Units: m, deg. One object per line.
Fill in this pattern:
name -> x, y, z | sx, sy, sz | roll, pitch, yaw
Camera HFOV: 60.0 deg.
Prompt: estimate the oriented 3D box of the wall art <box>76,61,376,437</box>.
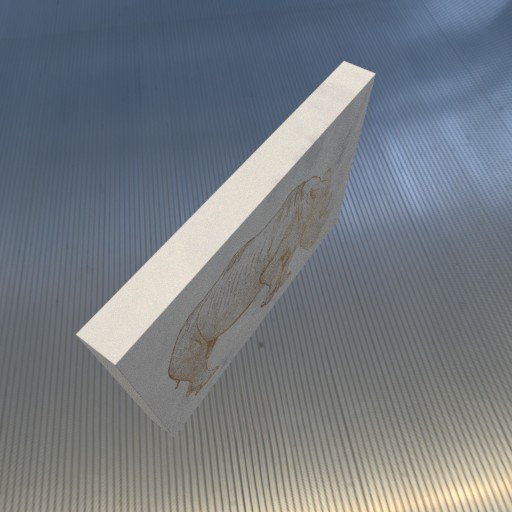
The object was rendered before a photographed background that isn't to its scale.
wall art -> 0.000, 0.000, 0.492 | 0.038, 0.254, 0.381 | 31, 63, 18
